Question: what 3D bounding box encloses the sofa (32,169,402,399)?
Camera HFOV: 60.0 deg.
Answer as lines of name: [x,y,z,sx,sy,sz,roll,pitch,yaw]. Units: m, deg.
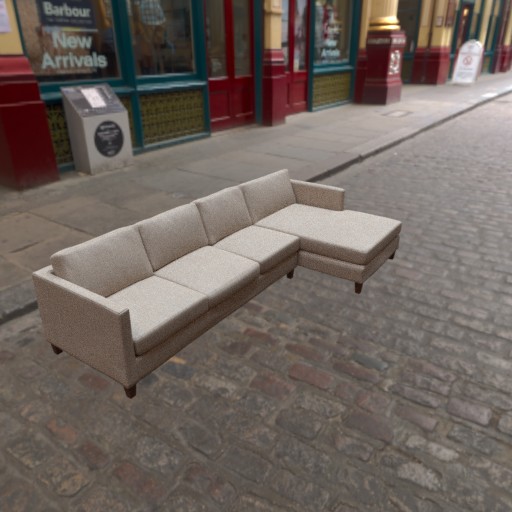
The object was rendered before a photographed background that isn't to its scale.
sofa: [0.000,0.000,3.943,1.625,0.846,3.186,16,29,31]
